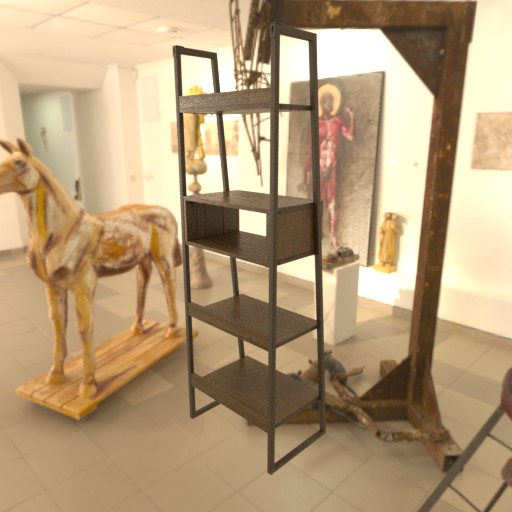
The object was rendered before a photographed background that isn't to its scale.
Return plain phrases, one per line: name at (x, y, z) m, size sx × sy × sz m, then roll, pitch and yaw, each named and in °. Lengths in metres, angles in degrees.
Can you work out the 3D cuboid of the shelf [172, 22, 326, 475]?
shelf at (0.000, 0.000, 2.270) m, size 0.652 × 2.005 × 0.454 m, roll 15°, pitch 21°, yaw 43°
